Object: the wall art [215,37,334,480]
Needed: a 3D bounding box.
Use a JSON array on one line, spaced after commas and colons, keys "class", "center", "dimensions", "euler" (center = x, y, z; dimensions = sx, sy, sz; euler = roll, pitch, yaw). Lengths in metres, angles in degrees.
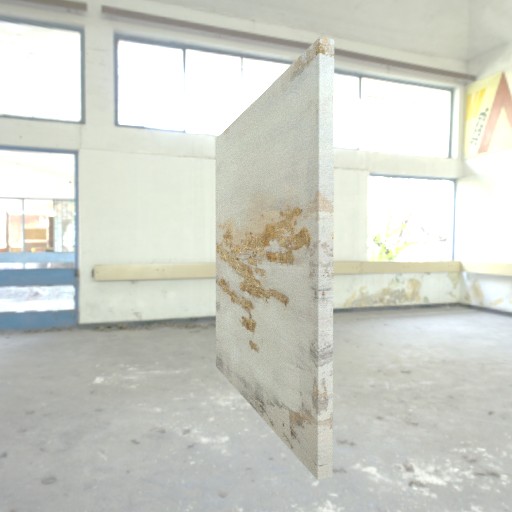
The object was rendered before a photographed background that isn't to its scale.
[{"class": "wall art", "center": [0.000, 0.000, 1.503], "dimensions": [0.040, 1.018, 1.015], "euler": [-1, 2, -19]}]
